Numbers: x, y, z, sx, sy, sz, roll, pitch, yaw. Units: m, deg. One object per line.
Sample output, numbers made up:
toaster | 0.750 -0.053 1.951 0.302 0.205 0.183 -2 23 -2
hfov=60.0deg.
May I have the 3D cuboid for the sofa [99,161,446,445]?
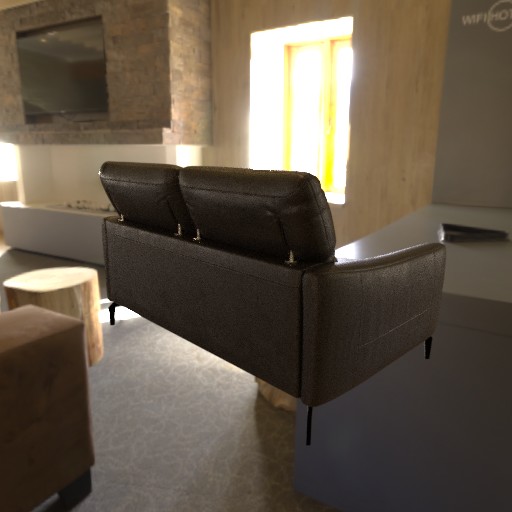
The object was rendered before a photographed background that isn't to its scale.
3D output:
sofa | 0.000 0.000 2.220 0.958 0.920 1.596 -13 19 -42
